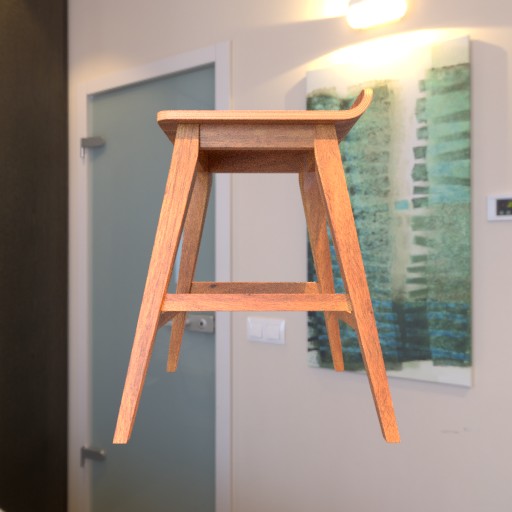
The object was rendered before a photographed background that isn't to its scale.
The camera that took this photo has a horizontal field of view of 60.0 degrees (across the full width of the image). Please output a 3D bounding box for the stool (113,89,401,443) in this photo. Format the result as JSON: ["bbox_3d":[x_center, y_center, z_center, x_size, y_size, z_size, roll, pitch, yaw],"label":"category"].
[{"bbox_3d":[0.000,0.000,1.020,0.500,0.650,0.500,0,0,0],"label":"stool"}]
